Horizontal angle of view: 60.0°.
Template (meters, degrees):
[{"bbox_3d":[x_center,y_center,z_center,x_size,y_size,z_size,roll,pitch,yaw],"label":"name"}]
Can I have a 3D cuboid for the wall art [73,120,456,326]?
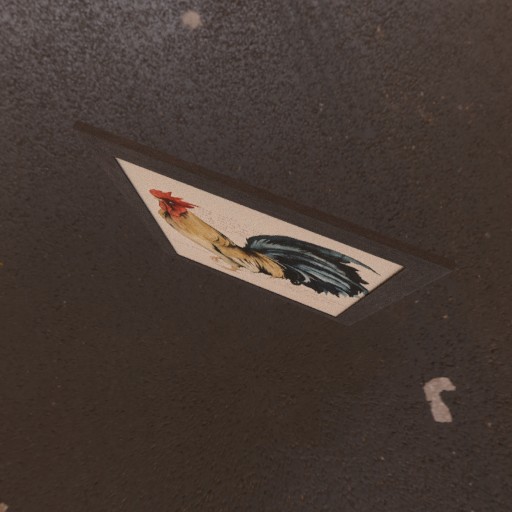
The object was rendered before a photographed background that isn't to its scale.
[{"bbox_3d":[0.000,0.000,0.790,0.476,0.570,0.013,21,76,6],"label":"wall art"}]
